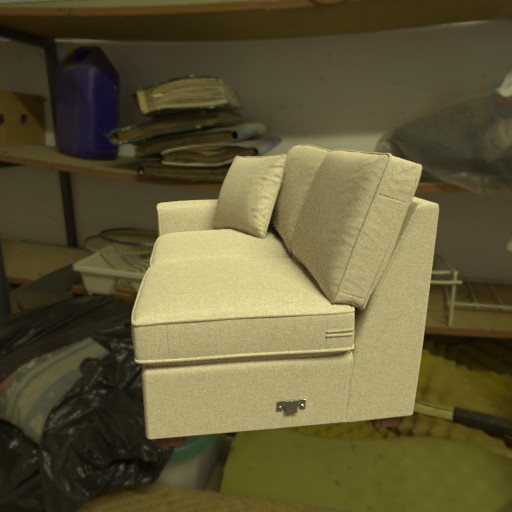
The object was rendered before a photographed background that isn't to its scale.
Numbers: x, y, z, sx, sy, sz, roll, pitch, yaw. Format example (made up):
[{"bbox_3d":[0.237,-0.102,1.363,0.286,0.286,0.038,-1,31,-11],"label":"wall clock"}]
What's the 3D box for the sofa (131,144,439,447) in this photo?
[{"bbox_3d":[0.000,0.000,2.053,0.991,0.989,1.388,-2,16,-8],"label":"sofa"}]
